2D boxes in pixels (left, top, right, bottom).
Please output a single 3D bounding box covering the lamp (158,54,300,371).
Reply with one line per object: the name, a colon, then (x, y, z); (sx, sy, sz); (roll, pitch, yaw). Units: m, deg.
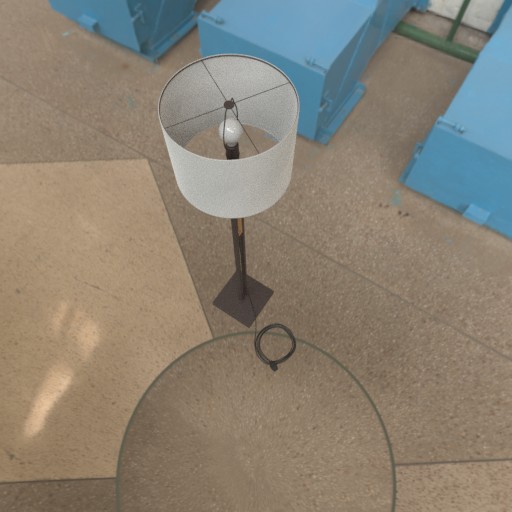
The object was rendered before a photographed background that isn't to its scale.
lamp: (0.000, 0.000, 1.978); (0.639, 1.650, 0.474); (31, 68, 14)
